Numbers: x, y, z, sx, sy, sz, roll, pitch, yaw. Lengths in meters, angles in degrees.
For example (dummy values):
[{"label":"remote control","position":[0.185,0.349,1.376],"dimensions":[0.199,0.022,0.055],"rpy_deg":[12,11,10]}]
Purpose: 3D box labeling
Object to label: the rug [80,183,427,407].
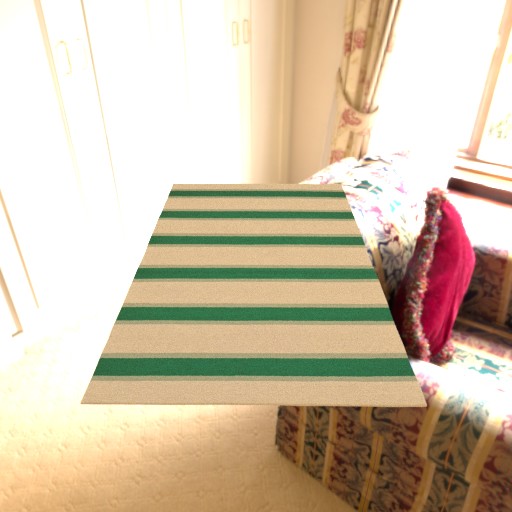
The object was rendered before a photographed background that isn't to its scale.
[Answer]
[{"label":"rug","position":[0.000,0.000,2.964],"dimensions":[1.521,0.015,2.436],"rpy_deg":[0,32,0]}]
